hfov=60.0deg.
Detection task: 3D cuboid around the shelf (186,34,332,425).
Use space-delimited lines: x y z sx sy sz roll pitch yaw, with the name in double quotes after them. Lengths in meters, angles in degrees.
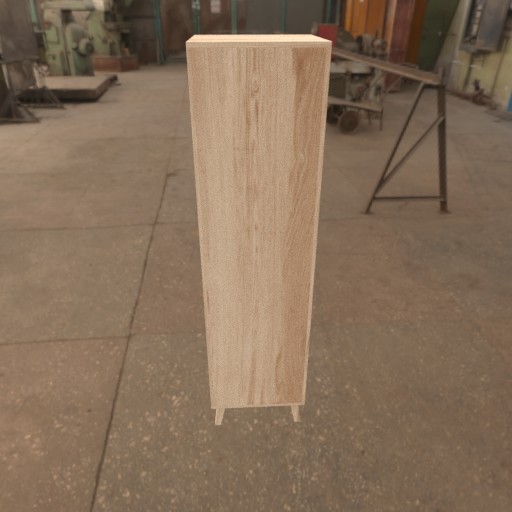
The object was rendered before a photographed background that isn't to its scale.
0.000 0.000 2.216 0.510 1.960 0.450 -2 29 -3 "shelf"
